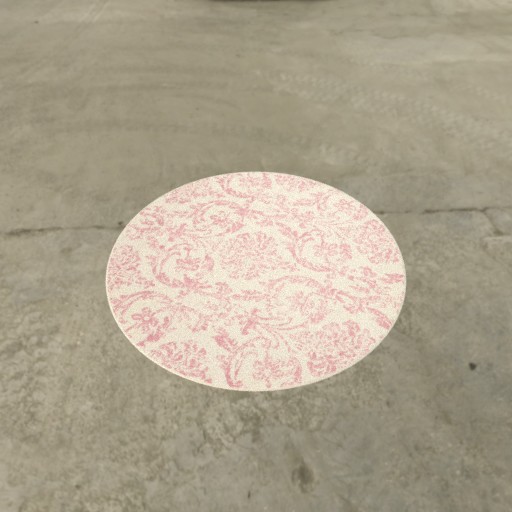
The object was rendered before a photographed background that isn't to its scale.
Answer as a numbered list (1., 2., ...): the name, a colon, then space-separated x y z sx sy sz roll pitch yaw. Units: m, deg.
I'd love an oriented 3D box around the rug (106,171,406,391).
1. rug: 0.000 0.000 2.414 1.593 0.012 1.593 0 45 0
